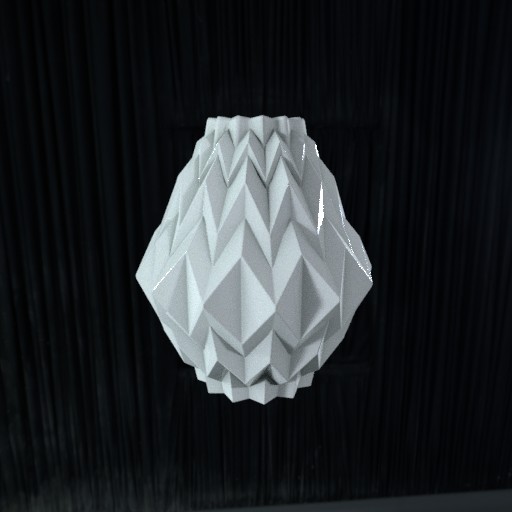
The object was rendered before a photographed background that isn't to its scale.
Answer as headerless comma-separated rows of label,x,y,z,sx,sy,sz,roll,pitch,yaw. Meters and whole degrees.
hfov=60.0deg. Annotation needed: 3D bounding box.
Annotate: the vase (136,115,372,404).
vase,0.000,0.000,0.312,0.164,0.185,0.164,0,14,0
